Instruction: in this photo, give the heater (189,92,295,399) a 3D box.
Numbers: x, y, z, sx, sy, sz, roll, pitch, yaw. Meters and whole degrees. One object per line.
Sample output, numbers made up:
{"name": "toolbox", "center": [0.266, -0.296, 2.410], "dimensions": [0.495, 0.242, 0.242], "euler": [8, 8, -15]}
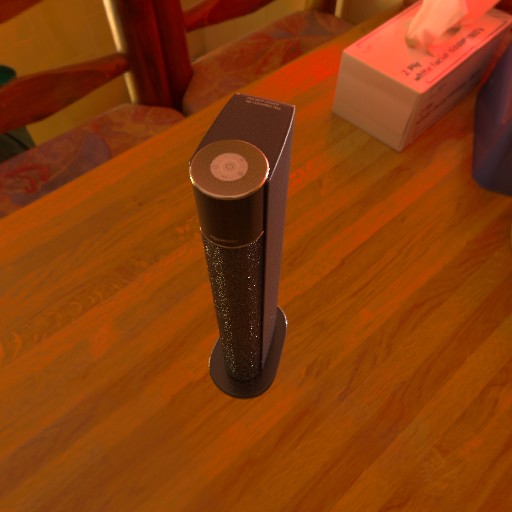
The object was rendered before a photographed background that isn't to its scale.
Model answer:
{"name": "heater", "center": [0.000, 0.000, 1.038], "dimensions": [0.214, 0.856, 0.458], "euler": [16, 59, 10]}
